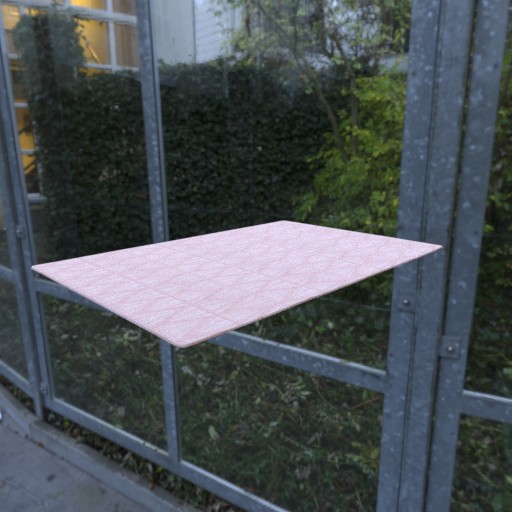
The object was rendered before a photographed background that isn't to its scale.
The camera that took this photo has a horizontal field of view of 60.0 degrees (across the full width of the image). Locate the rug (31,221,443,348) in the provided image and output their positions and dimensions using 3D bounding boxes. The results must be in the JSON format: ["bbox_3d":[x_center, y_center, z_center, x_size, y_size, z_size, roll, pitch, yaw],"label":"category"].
[{"bbox_3d":[0.000,0.000,3.032,1.609,0.015,2.390,14,20,43],"label":"rug"}]
